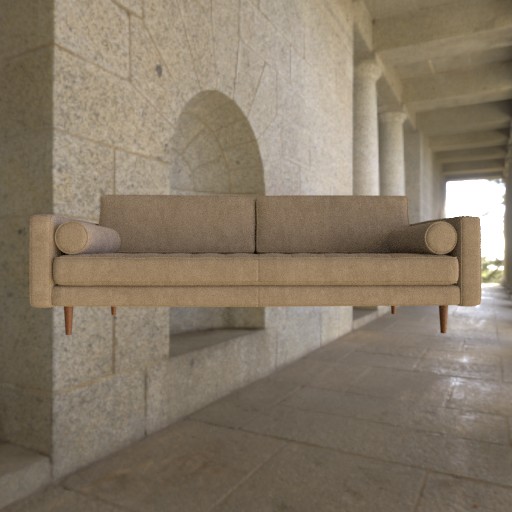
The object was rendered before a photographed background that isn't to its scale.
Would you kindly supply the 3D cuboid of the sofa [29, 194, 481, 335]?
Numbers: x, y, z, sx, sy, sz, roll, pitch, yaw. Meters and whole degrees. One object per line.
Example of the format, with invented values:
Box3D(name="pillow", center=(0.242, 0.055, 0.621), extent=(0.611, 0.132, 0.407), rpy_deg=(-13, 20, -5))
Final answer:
Box3D(name="sofa", center=(0.000, 0.000, 2.559), extent=(2.200, 0.770, 0.919), rpy_deg=(0, 0, -1))
